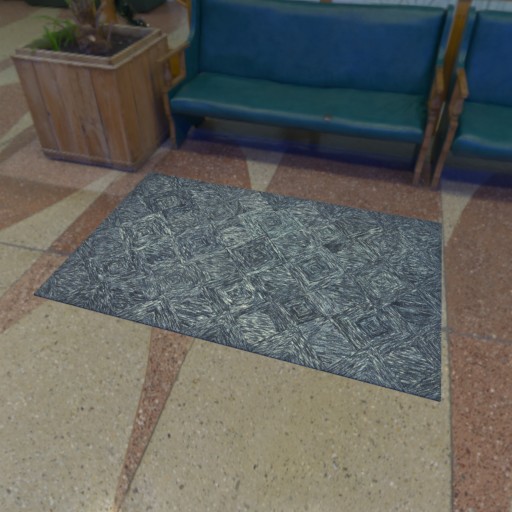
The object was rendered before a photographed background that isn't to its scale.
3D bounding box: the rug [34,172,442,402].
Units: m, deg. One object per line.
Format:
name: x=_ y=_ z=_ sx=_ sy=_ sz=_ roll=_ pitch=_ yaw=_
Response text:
rug: x=0.000 y=0.000 z=2.916 sx=2.330 sy=0.017 sz=1.478 roll=12 pitch=43 yaw=13
